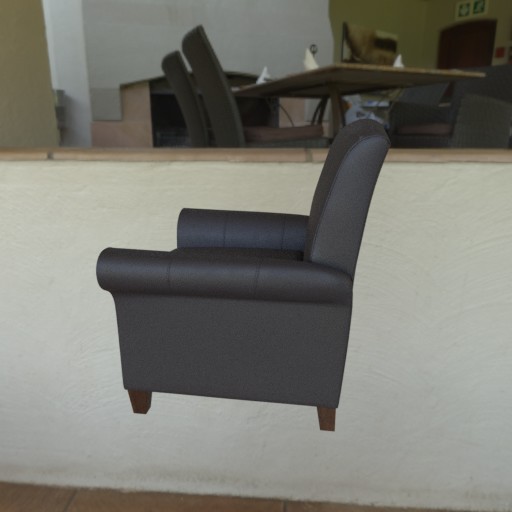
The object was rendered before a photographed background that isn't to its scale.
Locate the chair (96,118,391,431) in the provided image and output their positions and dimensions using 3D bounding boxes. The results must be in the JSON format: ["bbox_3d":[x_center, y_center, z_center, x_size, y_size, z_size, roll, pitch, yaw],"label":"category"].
[{"bbox_3d":[0.000,0.000,1.801,0.902,1.061,0.978,2,15,8],"label":"chair"}]
